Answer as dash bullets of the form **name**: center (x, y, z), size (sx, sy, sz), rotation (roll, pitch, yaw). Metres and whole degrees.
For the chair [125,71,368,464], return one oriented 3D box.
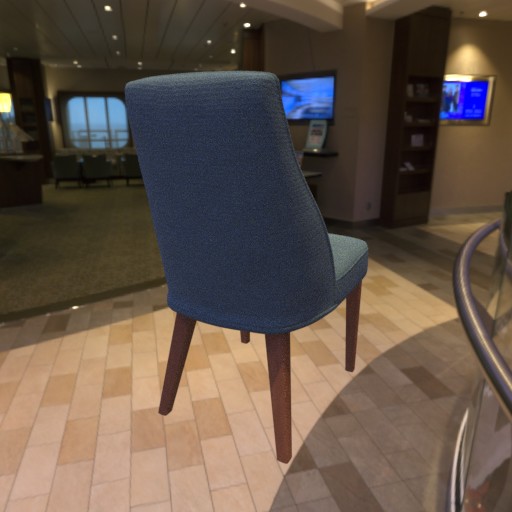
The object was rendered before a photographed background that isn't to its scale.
- **chair**: center (0.000, 0.000, 1.271), size (0.500, 0.930, 0.620), rotation (9, 19, 28)
